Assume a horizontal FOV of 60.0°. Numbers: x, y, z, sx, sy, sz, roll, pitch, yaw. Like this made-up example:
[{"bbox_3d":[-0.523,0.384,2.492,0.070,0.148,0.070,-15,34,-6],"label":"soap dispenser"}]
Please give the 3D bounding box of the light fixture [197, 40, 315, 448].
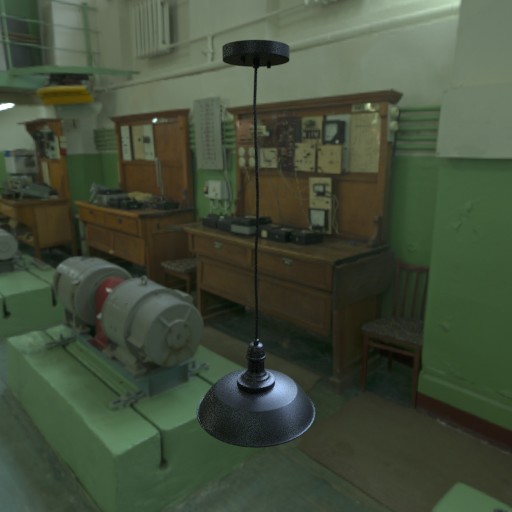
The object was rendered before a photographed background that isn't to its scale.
[{"bbox_3d":[0.000,0.000,1.144,0.331,0.993,0.331,-13,18,-43],"label":"light fixture"}]
